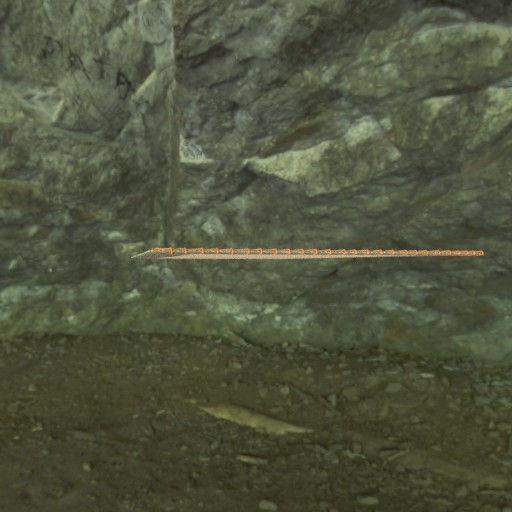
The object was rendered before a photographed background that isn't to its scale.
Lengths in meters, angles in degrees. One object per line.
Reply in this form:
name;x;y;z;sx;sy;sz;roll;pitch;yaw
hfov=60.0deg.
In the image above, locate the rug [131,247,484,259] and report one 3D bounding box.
rug;0.000;0.000;2.324;1.220;0.019;1.838;0;-1;-17
